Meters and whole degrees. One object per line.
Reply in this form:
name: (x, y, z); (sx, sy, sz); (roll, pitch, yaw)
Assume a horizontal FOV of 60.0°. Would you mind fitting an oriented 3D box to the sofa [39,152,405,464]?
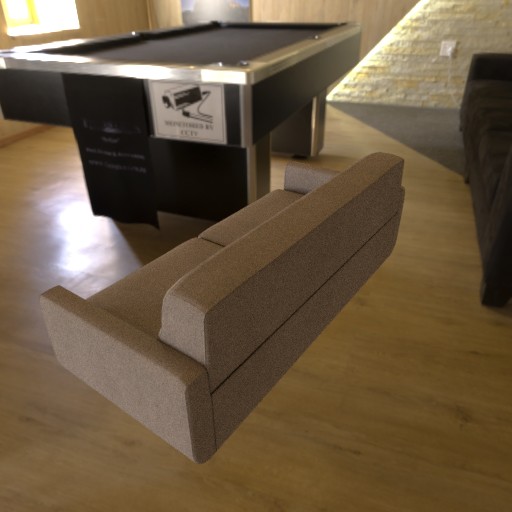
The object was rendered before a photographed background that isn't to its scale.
sofa: (0.000, 0.000, 2.426); (0.909, 0.841, 2.029); (21, 37, 30)
